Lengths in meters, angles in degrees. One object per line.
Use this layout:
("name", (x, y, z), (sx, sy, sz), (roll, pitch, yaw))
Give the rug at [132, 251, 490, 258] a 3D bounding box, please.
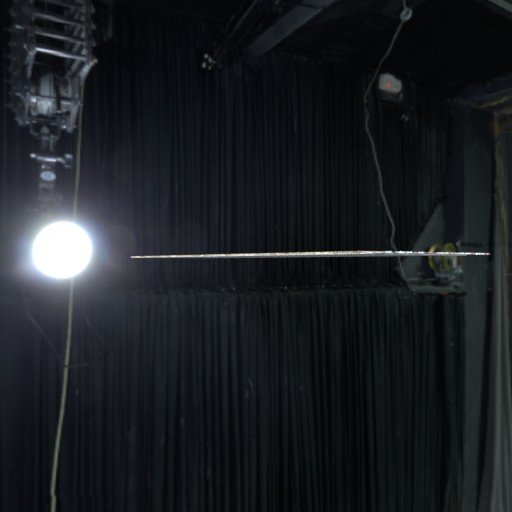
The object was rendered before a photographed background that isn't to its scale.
("rug", (0.000, 0.000, 2.896), (0.762, 0.011, 2.664), (0, -1, -36))
